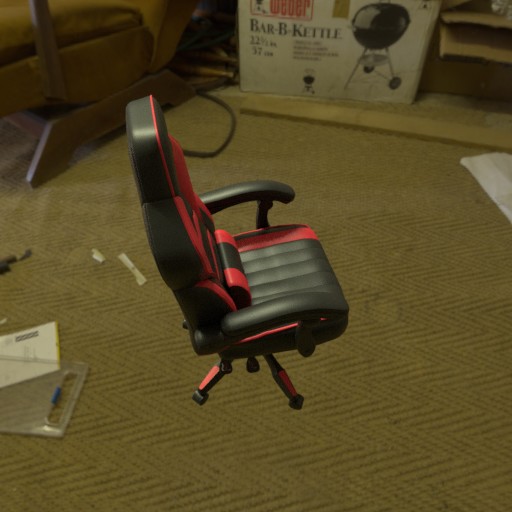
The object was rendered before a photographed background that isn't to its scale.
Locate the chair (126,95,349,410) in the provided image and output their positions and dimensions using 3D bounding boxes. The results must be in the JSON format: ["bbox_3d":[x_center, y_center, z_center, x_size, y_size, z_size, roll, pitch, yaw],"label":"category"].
[{"bbox_3d":[0.000,0.000,1.621,0.700,1.220,0.700,-10,47,-9],"label":"chair"}]
